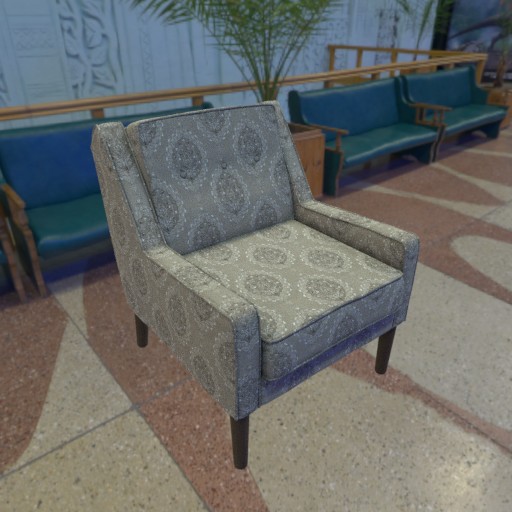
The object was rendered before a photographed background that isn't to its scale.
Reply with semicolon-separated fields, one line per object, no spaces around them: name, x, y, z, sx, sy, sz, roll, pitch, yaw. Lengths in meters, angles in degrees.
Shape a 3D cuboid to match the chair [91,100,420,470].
chair;0.000;0.000;1.352;0.665;0.797;0.750;-20;35;-32
